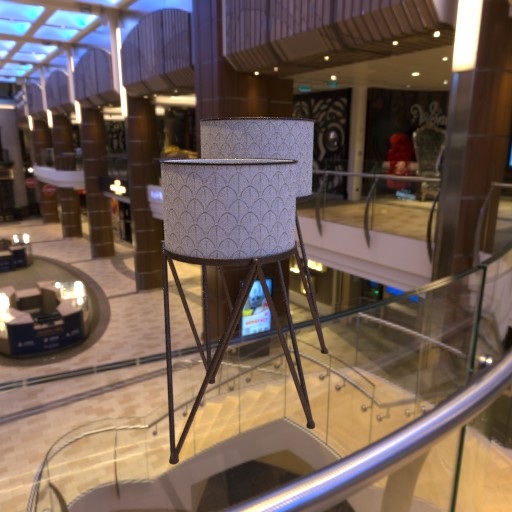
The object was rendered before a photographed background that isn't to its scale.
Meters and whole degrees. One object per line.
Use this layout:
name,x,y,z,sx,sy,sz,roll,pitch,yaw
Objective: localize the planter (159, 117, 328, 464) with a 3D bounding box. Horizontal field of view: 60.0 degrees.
planter,0.000,0.000,1.187,0.413,0.712,0.769,2,14,8
